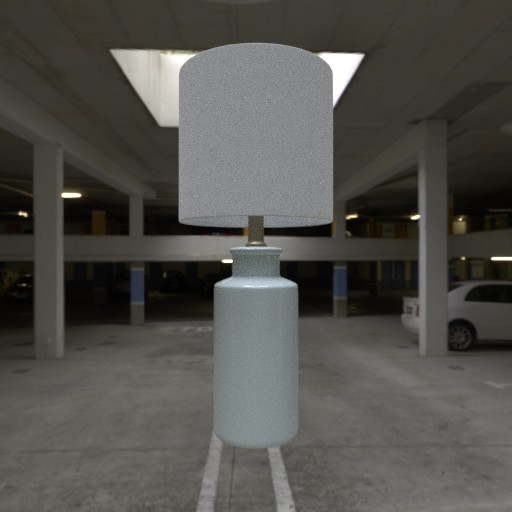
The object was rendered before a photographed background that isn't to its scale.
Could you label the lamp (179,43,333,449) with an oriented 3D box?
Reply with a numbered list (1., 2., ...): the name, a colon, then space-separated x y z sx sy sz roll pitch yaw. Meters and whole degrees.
1. lamp: 0.000 0.000 0.618 0.212 0.493 0.212 0 0 -2
